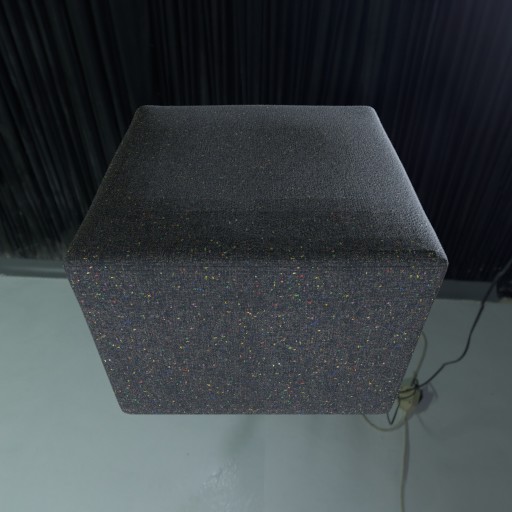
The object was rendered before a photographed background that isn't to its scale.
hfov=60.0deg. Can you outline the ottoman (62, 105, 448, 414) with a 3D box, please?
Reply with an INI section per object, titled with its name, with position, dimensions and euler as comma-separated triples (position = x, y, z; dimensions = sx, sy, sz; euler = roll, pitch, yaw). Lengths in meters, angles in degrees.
[ottoman]
position = 0.000, 0.000, 0.873
dimensions = 0.508, 0.432, 0.508
euler = 0, 42, 0
